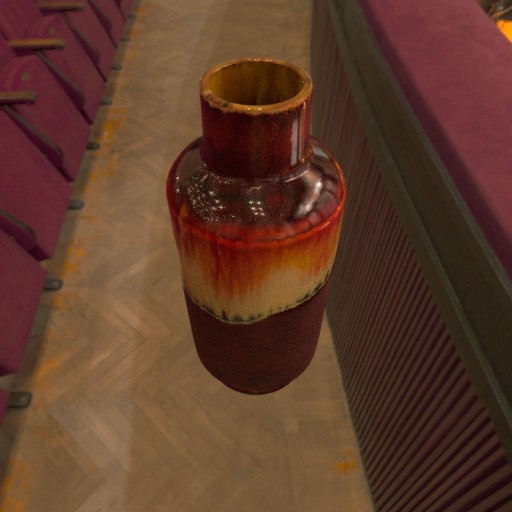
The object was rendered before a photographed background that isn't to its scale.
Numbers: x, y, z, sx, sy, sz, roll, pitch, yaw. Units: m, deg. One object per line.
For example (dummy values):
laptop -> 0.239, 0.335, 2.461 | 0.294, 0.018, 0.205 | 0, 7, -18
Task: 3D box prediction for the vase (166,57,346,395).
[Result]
vase -> 0.000, 0.000, 0.320 | 0.111, 0.261, 0.111 | 0, 47, 0
